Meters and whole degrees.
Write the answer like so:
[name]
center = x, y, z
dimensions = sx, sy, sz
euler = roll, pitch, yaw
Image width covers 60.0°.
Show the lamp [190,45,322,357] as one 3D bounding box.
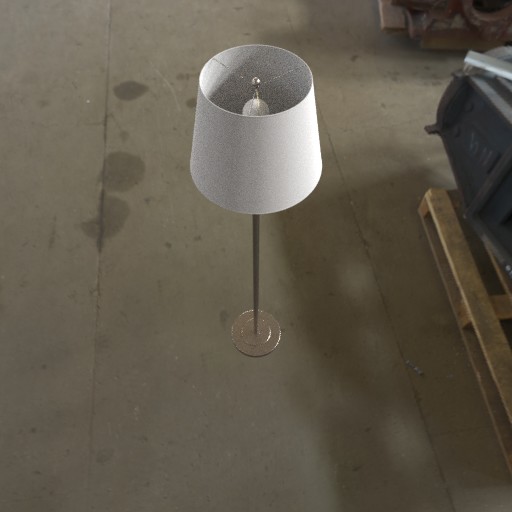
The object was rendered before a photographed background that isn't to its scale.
[lamp]
center = 0.000, 0.000, 1.602
dimensions = 0.355, 1.473, 0.355
euler = 0, 58, 0
